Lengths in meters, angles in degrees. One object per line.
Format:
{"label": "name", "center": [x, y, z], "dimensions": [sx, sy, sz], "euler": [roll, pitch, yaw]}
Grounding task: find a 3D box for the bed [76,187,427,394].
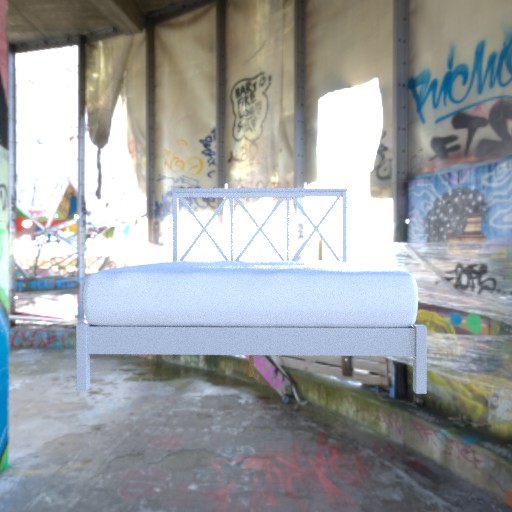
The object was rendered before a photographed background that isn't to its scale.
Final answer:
{"label": "bed", "center": [0.000, 0.000, 3.138], "dimensions": [1.673, 1.253, 2.135], "euler": [0, 1, 2]}
